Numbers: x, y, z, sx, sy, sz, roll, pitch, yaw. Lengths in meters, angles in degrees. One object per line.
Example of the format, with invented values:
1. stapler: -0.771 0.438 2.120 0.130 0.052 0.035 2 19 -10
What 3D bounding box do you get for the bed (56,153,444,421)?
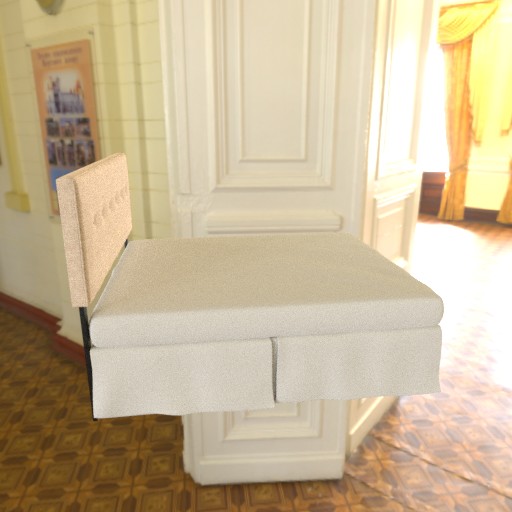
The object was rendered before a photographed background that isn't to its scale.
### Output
1. bed: 0.000 0.000 2.981 1.978 1.270 1.643 -2 17 -8
